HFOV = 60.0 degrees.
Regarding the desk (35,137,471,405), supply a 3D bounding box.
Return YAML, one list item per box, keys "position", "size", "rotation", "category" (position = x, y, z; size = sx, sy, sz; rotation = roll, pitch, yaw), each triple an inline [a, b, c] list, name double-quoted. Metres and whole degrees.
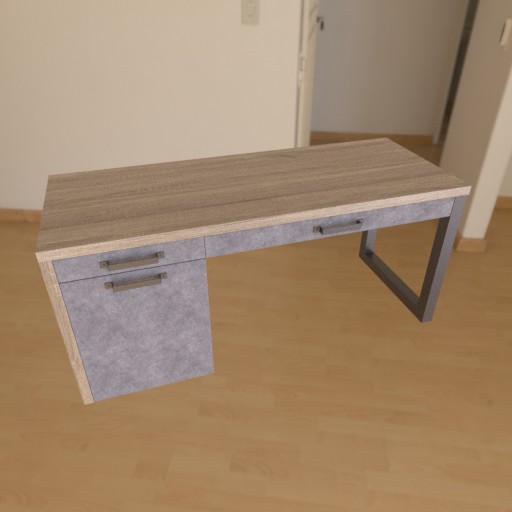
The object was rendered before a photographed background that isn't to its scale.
- position: [0.000, 0.000, 2.107]
  size: [1.700, 0.760, 0.690]
  rotation: [-10, 34, -15]
  category: "desk"
